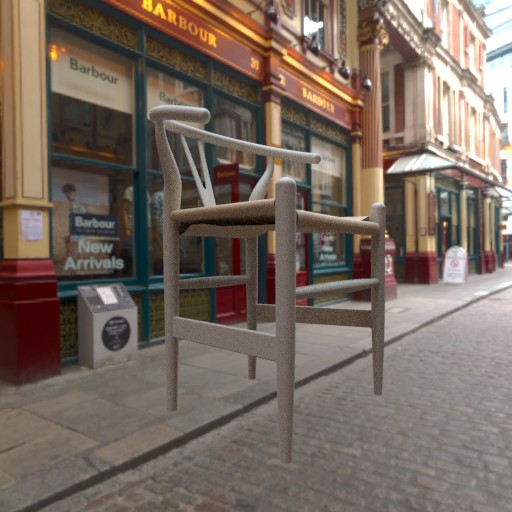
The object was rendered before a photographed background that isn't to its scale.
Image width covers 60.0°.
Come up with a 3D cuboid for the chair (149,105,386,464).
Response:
[{"bbox_3d":[0.000,0.000,1.119,0.500,0.736,0.533,0,0,35],"label":"chair"}]
